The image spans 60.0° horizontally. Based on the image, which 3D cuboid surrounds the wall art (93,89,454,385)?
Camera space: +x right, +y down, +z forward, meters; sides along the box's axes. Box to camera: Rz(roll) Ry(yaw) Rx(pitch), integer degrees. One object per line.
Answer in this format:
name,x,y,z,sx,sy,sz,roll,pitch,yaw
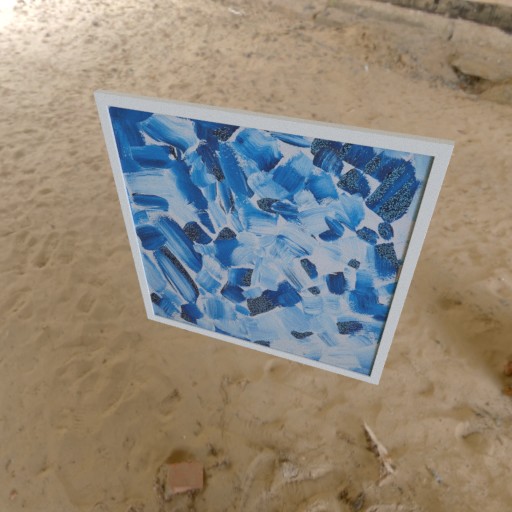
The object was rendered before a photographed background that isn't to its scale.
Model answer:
wall art,0.000,0.000,0.689,0.457,0.457,0.012,13,43,15
